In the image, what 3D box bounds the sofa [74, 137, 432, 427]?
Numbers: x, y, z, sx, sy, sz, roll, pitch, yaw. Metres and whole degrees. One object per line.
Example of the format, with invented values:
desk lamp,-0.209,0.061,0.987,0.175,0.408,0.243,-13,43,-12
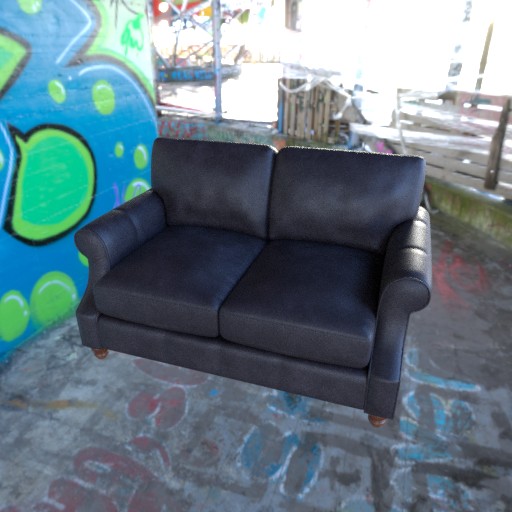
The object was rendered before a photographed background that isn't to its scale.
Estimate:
sofa,0.000,0.000,2.278,1.663,0.979,1.030,9,27,17
